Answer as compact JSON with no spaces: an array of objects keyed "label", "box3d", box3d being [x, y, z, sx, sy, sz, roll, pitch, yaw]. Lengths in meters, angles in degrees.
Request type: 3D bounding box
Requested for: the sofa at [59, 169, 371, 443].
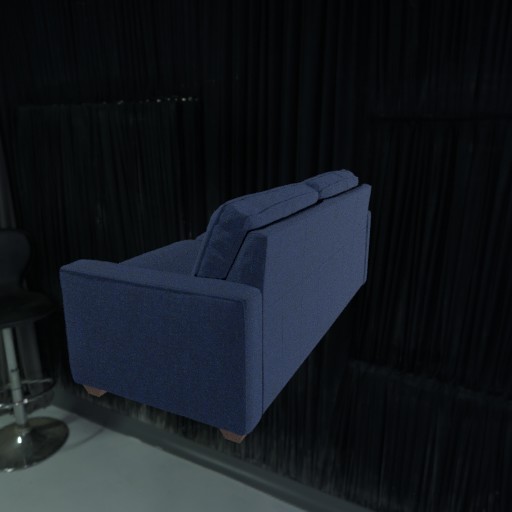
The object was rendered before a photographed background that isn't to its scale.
[{"label":"sofa","box3d":[0.000,0.000,2.618,0.940,0.919,2.080,7,17,25]}]
